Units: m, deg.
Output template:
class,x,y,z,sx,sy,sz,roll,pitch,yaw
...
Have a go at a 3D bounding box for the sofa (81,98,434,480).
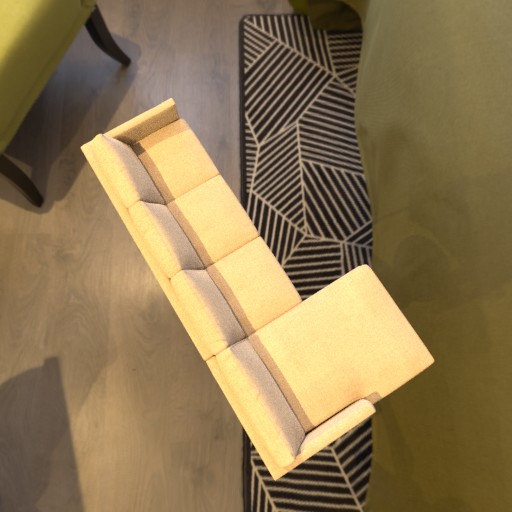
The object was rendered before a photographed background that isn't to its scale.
class,x,y,z,sx,sy,sz,roll,pitch,yaw
sofa,0.000,0.000,3.926,1.650,0.922,3.205,-31,78,-7
